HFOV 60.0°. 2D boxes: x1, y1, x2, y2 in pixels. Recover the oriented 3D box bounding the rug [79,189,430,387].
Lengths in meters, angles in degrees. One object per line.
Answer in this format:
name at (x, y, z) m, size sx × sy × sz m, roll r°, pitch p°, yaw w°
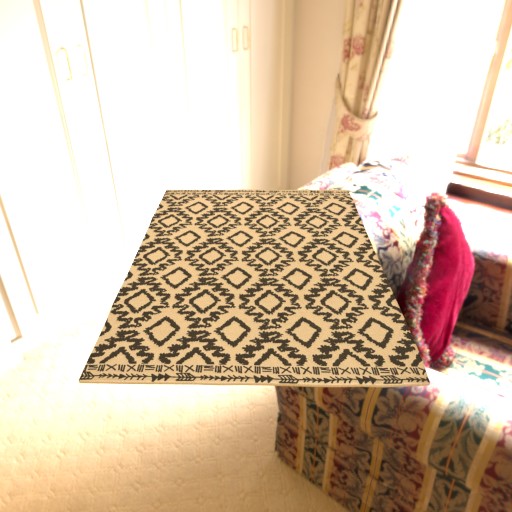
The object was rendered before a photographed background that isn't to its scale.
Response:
rug at (0.000, 0.000, 4.455) m, size 2.444 × 0.036 × 3.369 m, roll 0°, pitch 32°, yaw 0°
